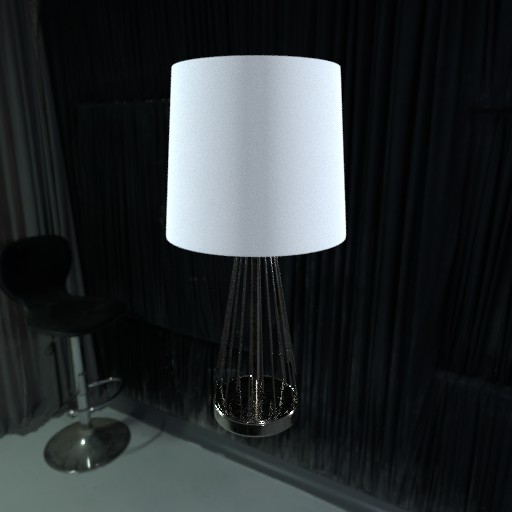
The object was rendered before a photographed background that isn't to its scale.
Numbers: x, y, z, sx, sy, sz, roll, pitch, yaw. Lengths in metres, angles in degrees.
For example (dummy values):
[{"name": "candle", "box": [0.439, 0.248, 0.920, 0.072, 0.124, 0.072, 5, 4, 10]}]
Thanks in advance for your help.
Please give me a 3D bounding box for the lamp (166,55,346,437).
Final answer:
[{"name": "lamp", "box": [0.000, 0.000, 0.774, 0.303, 0.618, 0.303, 0, 16, 0]}]
